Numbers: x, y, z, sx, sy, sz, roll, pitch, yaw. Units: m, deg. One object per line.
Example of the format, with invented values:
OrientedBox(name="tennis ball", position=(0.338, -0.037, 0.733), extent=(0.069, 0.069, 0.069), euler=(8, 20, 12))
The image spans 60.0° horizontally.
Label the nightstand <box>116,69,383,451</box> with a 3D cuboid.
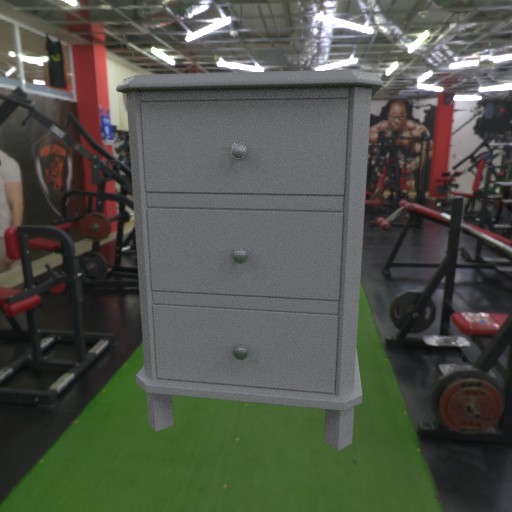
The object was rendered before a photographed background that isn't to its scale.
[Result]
OrientedBox(name="nightstand", position=(0.000, 0.000, 0.942), extent=(0.450, 0.680, 0.350), euler=(2, 14, 9))
